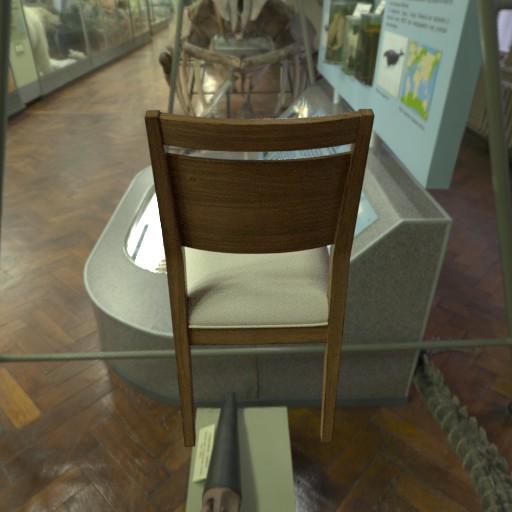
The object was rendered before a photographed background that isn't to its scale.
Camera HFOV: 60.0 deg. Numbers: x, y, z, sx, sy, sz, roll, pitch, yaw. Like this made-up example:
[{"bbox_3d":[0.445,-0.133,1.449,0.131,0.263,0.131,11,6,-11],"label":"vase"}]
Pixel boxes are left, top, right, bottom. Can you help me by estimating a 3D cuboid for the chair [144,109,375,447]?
[{"bbox_3d":[0.000,0.000,1.289,0.497,0.939,0.610,-1,31,-1],"label":"chair"}]
